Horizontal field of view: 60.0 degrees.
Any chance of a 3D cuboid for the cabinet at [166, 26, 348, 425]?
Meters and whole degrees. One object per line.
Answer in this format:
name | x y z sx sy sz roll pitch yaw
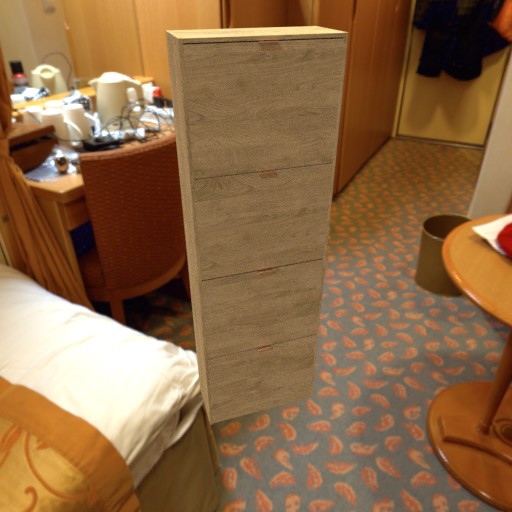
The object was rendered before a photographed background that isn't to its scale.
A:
cabinet | 0.000 0.000 1.798 0.520 1.630 0.250 -10 33 -15
